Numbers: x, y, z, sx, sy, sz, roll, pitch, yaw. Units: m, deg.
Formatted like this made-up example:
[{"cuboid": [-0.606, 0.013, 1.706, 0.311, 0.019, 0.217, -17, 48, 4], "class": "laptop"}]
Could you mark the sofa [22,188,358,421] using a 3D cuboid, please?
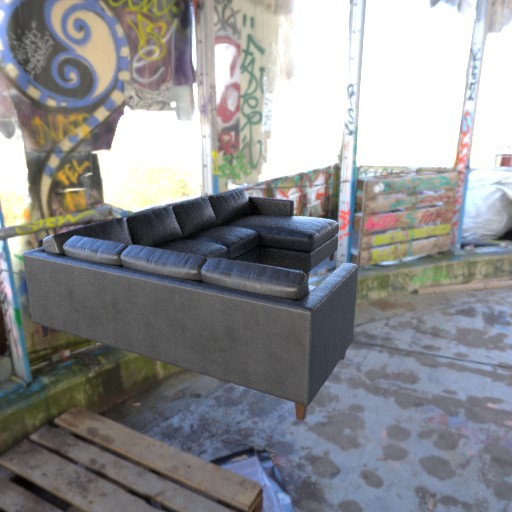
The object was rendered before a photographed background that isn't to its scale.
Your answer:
[{"cuboid": [0.000, 0.000, 4.441, 2.452, 0.891, 3.324, 9, 19, 27], "class": "sofa"}]
